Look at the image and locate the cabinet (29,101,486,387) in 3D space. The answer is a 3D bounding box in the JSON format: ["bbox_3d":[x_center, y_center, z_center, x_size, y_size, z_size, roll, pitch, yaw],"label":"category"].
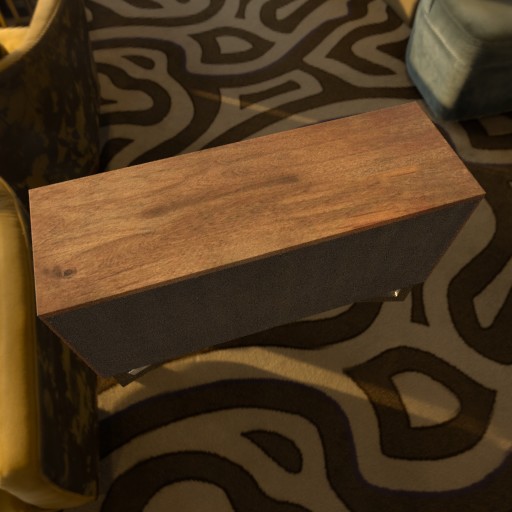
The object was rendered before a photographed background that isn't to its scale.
[{"bbox_3d":[0.000,0.000,1.752,1.373,0.812,0.480,-15,60,-9],"label":"cabinet"}]
